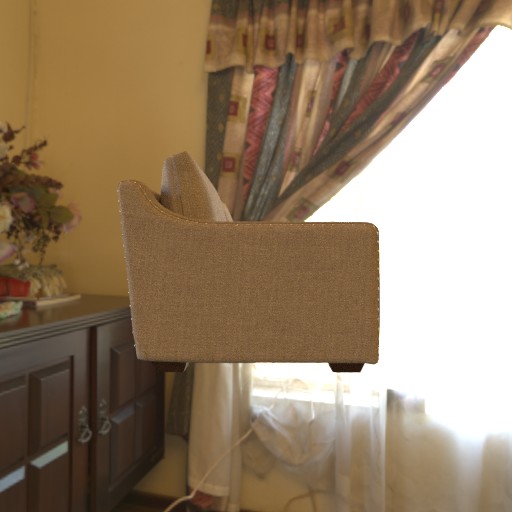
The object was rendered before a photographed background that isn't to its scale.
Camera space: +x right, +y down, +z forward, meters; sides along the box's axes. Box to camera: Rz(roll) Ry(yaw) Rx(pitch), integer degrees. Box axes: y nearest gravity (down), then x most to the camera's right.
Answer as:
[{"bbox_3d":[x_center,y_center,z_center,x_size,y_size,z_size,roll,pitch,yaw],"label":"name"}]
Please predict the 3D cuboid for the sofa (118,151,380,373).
[{"bbox_3d":[0.000,0.000,2.717,1.000,0.857,2.208,0,0,1],"label":"sofa"}]
